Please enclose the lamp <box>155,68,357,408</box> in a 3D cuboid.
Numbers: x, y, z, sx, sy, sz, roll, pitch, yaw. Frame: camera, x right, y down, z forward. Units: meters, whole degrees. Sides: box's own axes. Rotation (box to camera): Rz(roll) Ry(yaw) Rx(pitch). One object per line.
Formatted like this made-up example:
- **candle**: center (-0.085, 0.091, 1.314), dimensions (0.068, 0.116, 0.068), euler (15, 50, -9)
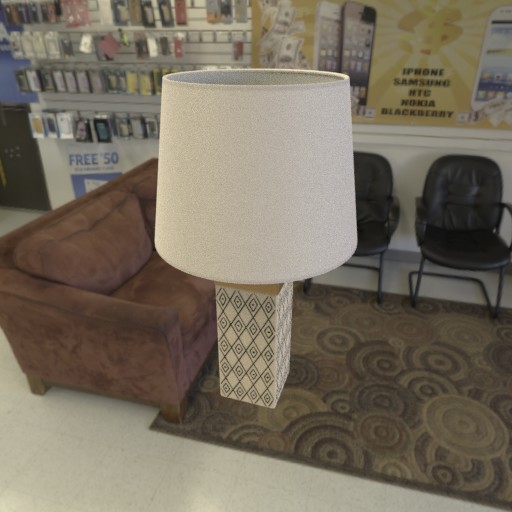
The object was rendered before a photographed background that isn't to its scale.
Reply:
- **lamp**: center (0.000, 0.000, 0.575), dimensions (0.251, 0.435, 0.251), euler (0, 27, 0)
